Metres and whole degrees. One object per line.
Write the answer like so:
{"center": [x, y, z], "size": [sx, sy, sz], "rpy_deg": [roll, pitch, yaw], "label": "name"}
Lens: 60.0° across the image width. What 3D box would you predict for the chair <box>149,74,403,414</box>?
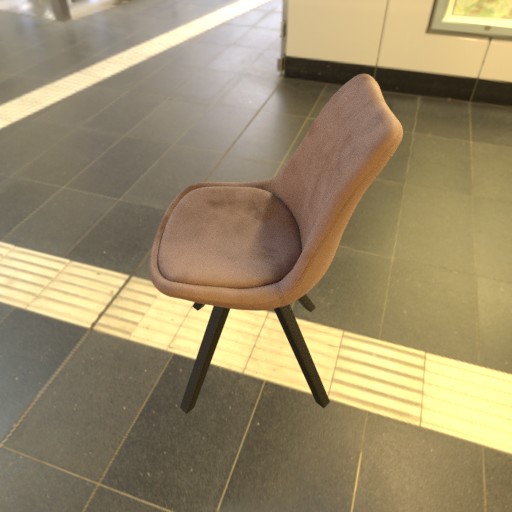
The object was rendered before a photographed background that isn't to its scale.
{"center": [0.000, 0.000, 1.187], "size": [0.547, 0.865, 0.483], "rpy_deg": [-1, 42, -1], "label": "chair"}
